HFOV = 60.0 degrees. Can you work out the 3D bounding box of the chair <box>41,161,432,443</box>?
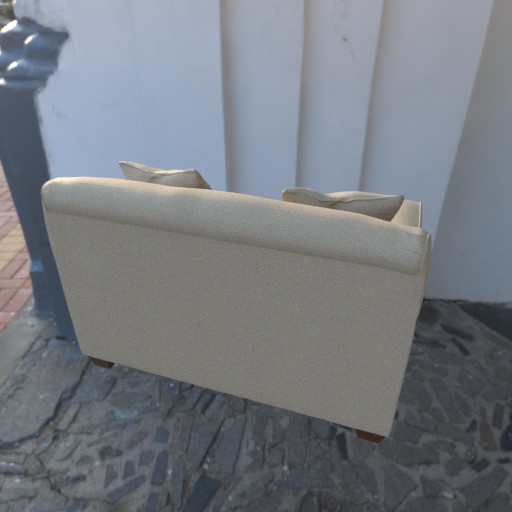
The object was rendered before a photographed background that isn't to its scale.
[{"bbox_3d":[0.000,0.000,2.024,1.383,0.948,1.000,10,33,16],"label":"chair"}]
